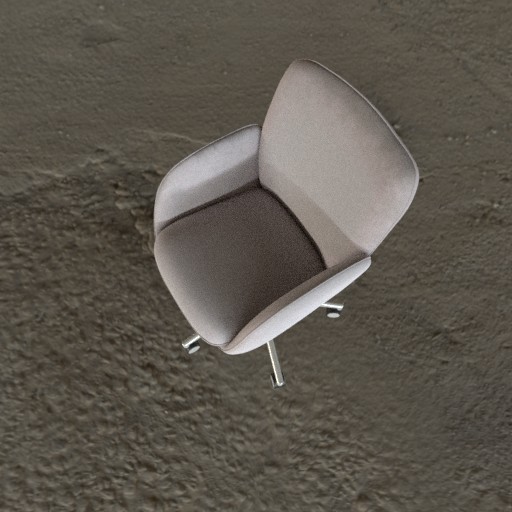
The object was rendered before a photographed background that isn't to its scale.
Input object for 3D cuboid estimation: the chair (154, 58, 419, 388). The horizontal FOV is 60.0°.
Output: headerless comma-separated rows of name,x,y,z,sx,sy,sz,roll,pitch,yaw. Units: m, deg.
chair,0.000,0.000,1.398,0.654,0.959,0.648,-29,67,-14
